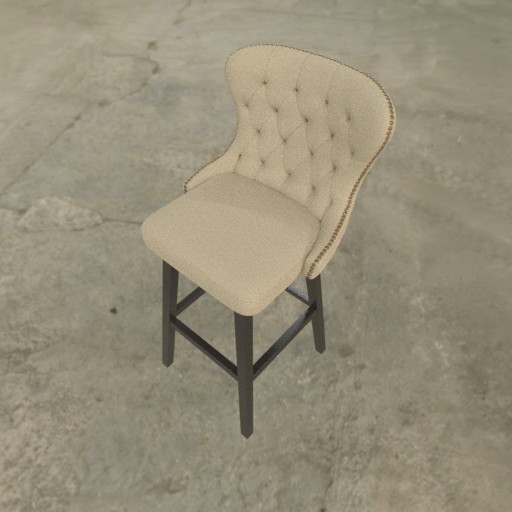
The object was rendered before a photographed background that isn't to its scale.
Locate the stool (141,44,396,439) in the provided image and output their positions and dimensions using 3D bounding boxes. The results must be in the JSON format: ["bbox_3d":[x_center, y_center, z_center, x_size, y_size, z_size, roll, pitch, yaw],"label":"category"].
[{"bbox_3d":[0.000,0.000,1.398,0.528,1.066,0.605,33,55,26],"label":"stool"}]
